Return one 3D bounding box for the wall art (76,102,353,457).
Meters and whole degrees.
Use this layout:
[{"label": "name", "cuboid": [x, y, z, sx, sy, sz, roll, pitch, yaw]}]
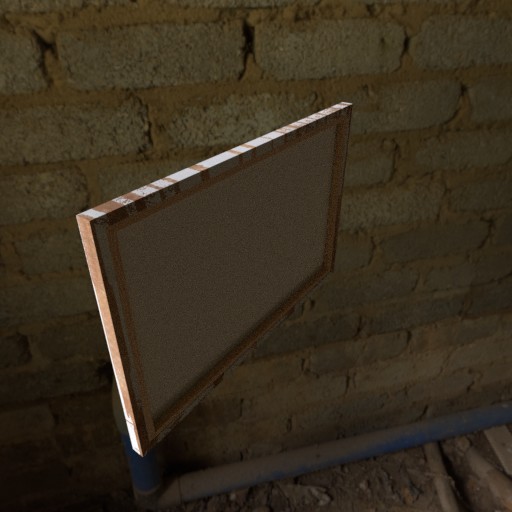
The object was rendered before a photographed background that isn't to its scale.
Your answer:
[{"label": "wall art", "cuboid": [0.000, 0.000, 1.167, 0.035, 0.609, 0.914, 22, 38, 30]}]
